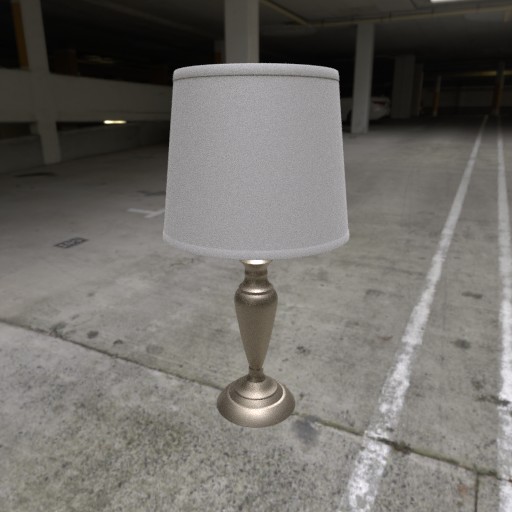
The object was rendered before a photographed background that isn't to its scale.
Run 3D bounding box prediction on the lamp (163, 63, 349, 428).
[{"bbox_3d":[0.000,0.000,0.808,0.328,0.619,0.328,0,17,0],"label":"lamp"}]
